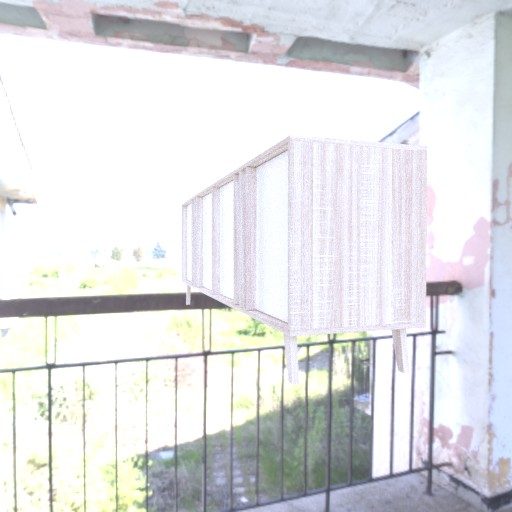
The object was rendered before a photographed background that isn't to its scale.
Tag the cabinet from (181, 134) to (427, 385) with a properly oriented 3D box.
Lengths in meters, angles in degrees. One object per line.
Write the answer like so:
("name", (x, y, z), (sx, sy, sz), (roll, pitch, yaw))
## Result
("cabinet", (0.000, 0.000, 2.473), (0.500, 0.780, 2.200), (0, 1, -18))
